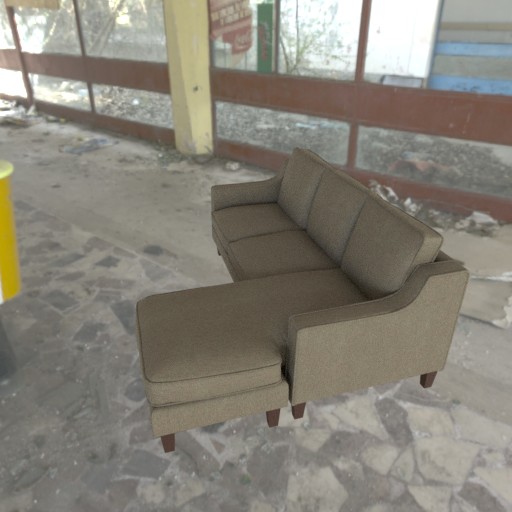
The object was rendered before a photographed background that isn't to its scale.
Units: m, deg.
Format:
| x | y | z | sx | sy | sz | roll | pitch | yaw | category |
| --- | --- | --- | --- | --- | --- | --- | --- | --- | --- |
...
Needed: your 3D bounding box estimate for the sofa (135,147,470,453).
| x | y | z | sx | sy | sz | roll | pitch | yaw | category |
| --- | --- | --- | --- | --- | --- | --- | --- | --- | --- |
| 0.000 | 0.000 | 3.340 | 1.858 | 1.081 | 2.317 | -8 | 30 | -14 | sofa |
